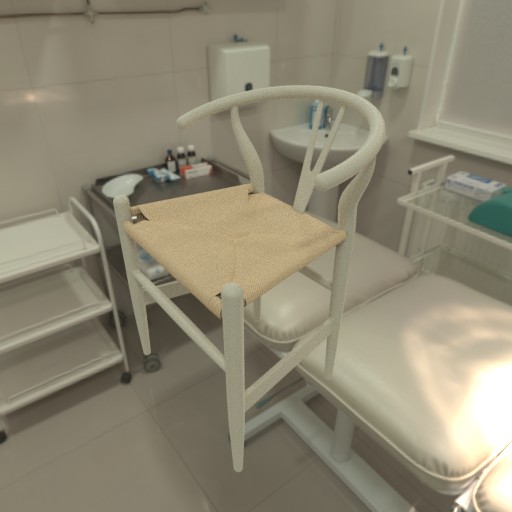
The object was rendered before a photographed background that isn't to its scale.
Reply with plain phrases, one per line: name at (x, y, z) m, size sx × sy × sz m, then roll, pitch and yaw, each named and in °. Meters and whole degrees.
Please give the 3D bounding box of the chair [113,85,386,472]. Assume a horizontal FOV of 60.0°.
chair at (0.000, 0.000, 1.101) m, size 0.500 × 0.736 × 0.533 m, roll -22°, pitch 38°, yaw -31°
